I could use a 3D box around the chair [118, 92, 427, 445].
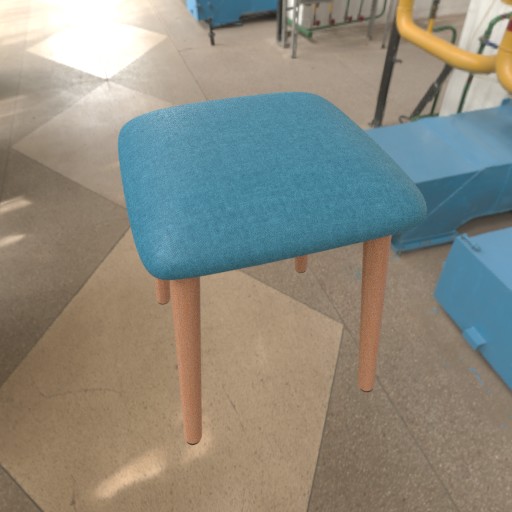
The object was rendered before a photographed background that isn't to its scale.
[{"bbox_3d":[0.000,0.000,0.727,0.360,0.450,0.360,-12,44,-13],"label":"chair"}]
